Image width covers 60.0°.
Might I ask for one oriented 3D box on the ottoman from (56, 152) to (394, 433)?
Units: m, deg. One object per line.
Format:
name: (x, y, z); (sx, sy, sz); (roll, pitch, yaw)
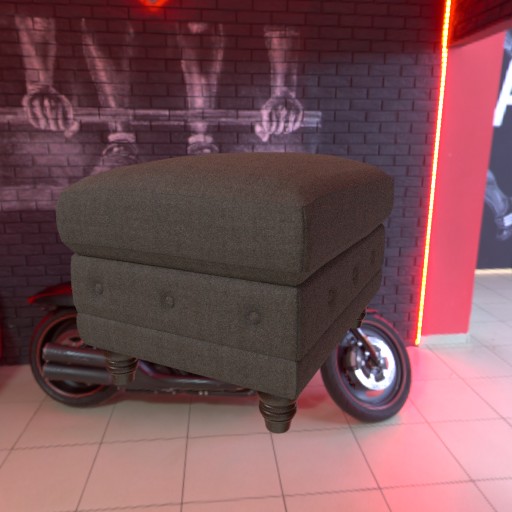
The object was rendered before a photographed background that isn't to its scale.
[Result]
ottoman: (0.000, 0.000, 1.222); (0.599, 0.555, 0.809); (7, 15, 26)
